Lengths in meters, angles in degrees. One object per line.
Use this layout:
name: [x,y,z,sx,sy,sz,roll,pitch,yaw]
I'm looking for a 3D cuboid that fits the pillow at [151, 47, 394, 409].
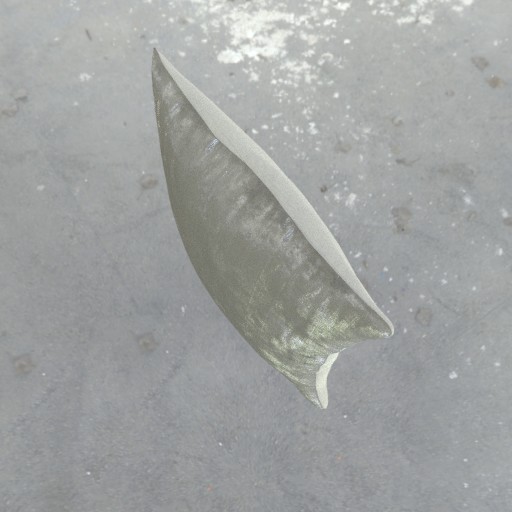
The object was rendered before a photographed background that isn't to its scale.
pillow: [0.000,0.000,0.700,0.175,0.464,0.470,-30,67,-14]
